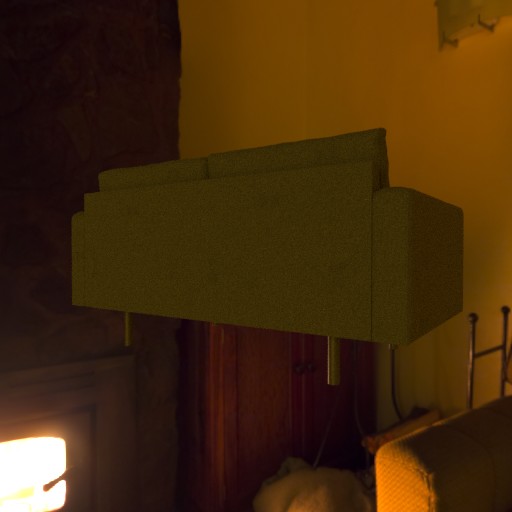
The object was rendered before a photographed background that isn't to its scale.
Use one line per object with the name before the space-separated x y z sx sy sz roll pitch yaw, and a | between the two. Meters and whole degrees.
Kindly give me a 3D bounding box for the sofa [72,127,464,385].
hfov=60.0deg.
sofa | 0.000 0.000 2.172 1.730 0.897 0.889 1 1 35
